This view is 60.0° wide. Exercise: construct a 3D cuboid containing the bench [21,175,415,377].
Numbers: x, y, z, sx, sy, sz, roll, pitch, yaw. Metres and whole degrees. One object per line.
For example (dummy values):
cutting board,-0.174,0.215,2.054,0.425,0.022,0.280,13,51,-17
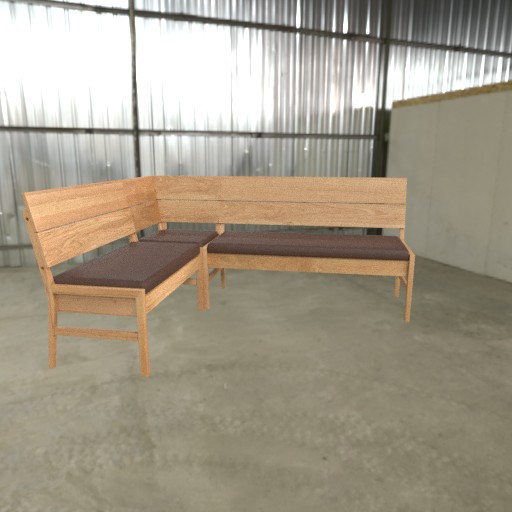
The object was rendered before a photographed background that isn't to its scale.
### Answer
bench,0.000,0.000,2.748,1.975,0.890,1.549,2,13,9
